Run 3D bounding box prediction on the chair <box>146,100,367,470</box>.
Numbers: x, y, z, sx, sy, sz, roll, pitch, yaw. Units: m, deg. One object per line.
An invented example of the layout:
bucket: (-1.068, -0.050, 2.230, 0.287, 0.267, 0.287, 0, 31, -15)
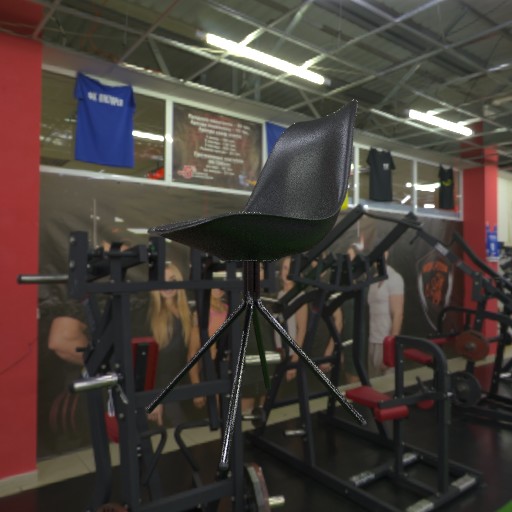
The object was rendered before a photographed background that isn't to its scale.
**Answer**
chair: (0.000, 0.000, 1.161, 0.525, 0.850, 0.461, 1, -1, -35)
